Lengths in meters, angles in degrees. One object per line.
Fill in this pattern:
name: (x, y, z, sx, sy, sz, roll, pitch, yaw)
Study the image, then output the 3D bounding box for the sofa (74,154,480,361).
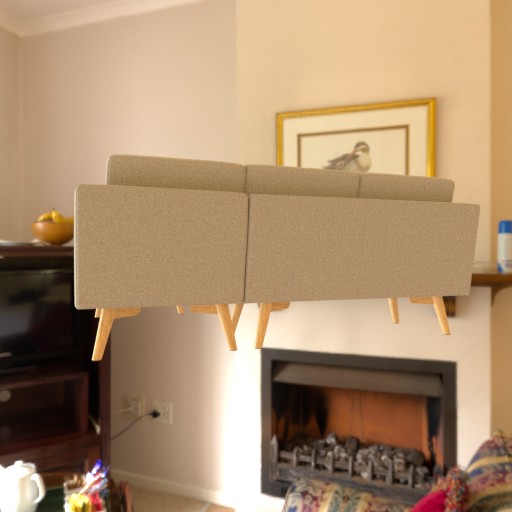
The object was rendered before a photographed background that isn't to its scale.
sofa: (0.000, 0.000, 2.751, 2.040, 0.860, 1.530, 0, 0, -20)
